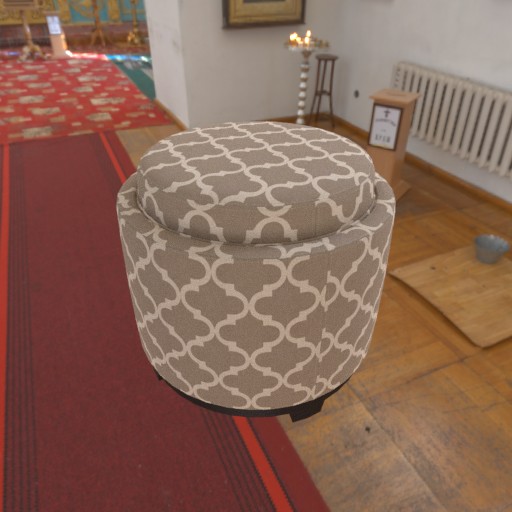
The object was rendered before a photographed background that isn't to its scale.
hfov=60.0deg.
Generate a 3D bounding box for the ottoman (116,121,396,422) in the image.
[{"bbox_3d":[0.000,0.000,0.849,0.480,0.429,0.480,0,33,0],"label":"ottoman"}]
